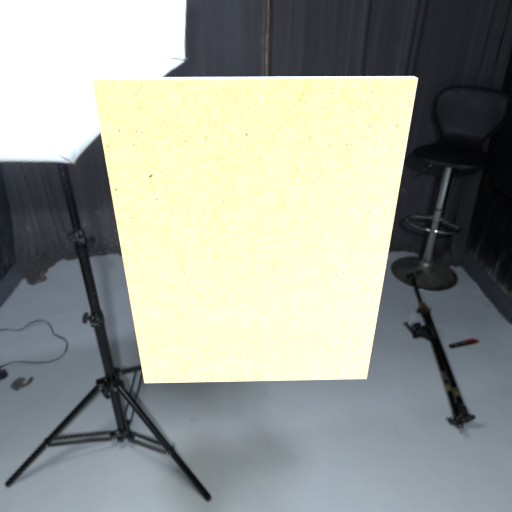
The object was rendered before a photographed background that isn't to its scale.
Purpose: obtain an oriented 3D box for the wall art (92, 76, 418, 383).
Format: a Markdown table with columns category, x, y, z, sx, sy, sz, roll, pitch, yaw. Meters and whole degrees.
| category | x | y | z | sx | sy | sz | roll | pitch | yaw |
| --- | --- | --- | --- | --- | --- | --- | --- | --- | --- |
| wall art | 0.000 | 0.000 | 0.814 | 0.481 | 0.613 | 0.020 | -1 | 30 | -1 |
